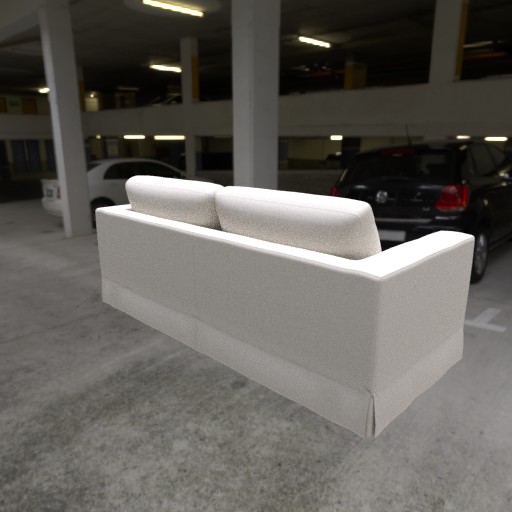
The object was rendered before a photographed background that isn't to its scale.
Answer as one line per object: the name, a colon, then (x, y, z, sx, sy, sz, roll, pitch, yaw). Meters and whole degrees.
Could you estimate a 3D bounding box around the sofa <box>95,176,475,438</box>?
sofa: (0.000, 0.000, 2.639, 2.163, 0.881, 0.954, 14, 21, 42)
